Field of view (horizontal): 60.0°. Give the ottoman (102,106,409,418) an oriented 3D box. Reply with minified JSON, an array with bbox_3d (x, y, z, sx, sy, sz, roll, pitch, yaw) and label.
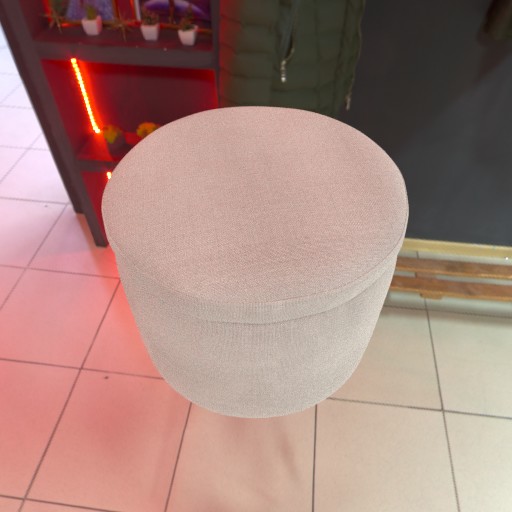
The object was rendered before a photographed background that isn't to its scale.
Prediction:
[{"bbox_3d":[0.000,0.000,0.848,0.497,0.409,0.497,0,47,0],"label":"ottoman"}]
